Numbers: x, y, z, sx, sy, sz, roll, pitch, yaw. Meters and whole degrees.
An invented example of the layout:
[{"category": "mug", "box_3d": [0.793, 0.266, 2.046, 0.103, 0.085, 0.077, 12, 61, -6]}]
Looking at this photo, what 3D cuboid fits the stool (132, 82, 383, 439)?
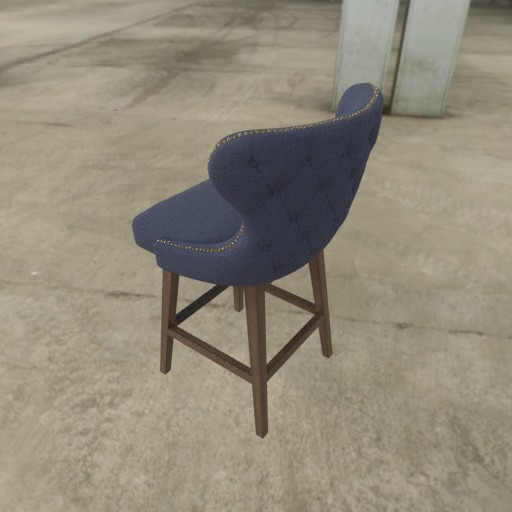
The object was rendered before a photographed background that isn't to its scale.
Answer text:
[{"category": "stool", "box_3d": [0.000, 0.000, 1.355, 0.597, 0.972, 0.615, 22, 39, 30]}]
